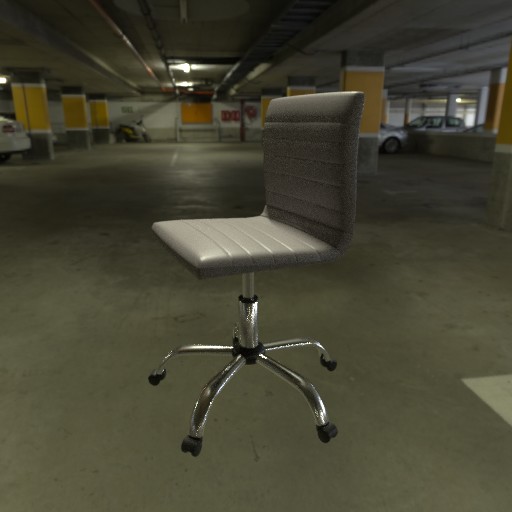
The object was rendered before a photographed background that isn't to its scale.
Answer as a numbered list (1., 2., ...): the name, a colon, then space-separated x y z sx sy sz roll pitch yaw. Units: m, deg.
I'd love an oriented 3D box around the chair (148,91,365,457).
1. chair: 0.000 0.000 1.127 0.530 0.780 0.556 -8 19 -25
